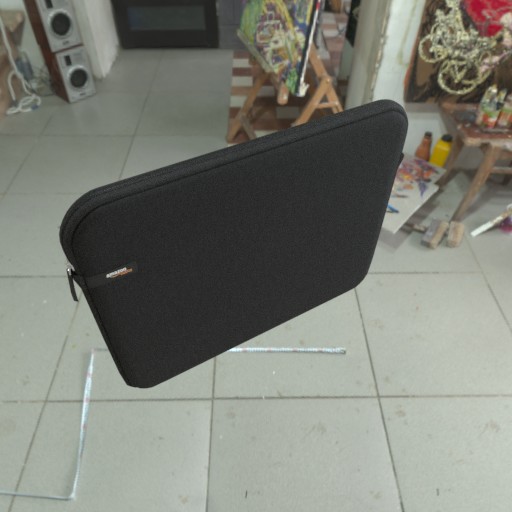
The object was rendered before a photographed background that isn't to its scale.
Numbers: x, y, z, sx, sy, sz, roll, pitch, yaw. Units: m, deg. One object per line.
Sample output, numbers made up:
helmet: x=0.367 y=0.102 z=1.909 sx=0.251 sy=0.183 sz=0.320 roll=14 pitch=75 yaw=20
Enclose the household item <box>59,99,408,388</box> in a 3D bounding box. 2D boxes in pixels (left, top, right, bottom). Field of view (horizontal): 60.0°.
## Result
household item: x=0.000 y=0.000 z=0.518 sx=0.396 sy=0.305 sz=0.030 roll=-23 pitch=50 yaw=-20
